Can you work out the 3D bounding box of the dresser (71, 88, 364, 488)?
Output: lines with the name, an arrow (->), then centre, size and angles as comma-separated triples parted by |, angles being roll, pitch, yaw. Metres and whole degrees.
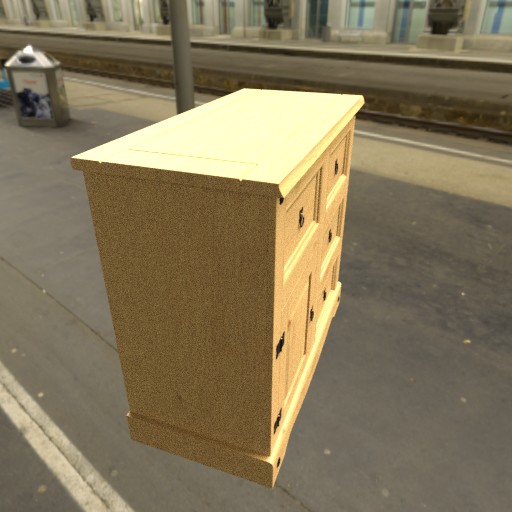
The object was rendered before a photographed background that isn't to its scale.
dresser -> 0.000, 0.000, 1.379 | 0.440, 0.835, 0.915 | 10, 31, 18
